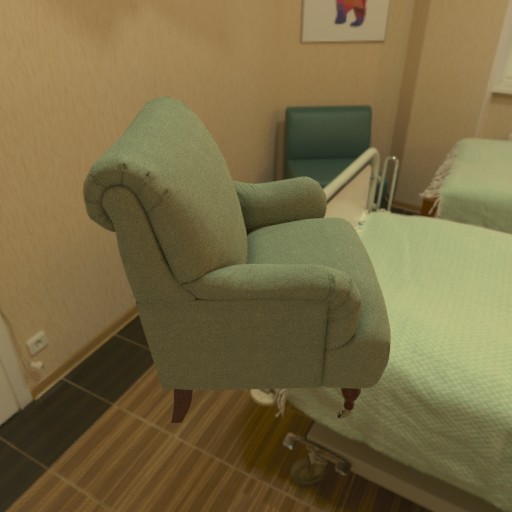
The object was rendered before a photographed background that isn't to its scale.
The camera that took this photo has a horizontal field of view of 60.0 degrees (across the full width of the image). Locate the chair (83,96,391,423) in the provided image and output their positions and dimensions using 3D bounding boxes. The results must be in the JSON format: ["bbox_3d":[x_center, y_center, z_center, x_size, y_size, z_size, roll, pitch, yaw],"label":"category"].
[{"bbox_3d":[0.000,0.000,1.945,1.060,1.178,0.964,0,32,0],"label":"chair"}]
